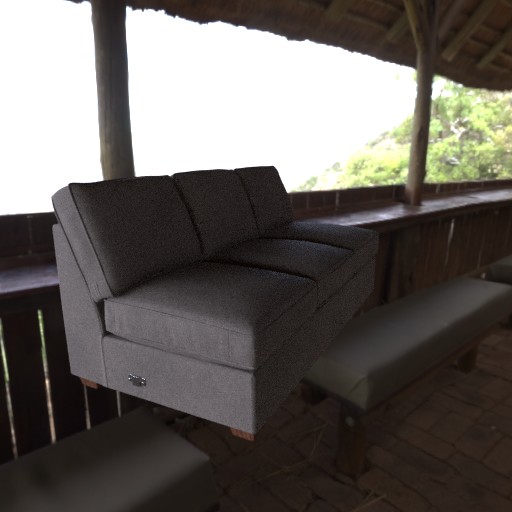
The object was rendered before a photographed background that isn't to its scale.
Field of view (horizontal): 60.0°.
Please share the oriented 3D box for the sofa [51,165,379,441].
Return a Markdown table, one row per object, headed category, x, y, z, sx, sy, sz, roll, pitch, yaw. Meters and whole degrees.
| category | x | y | z | sx | sy | sz | roll | pitch | yaw |
| --- | --- | --- | --- | --- | --- | --- | --- | --- | --- |
| sofa | 0.000 | 0.000 | 2.571 | 1.027 | 0.973 | 1.962 | 8 | 17 | 27 |
